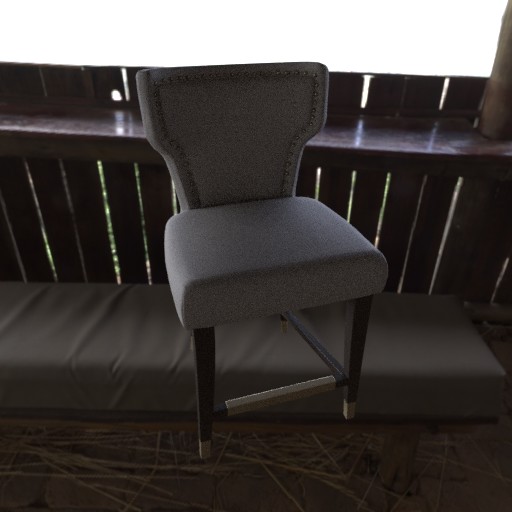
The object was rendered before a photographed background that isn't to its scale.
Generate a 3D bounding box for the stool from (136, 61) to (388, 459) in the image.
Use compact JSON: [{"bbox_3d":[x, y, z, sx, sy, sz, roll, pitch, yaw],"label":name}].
[{"bbox_3d":[0.000,0.000,1.282,0.527,0.982,0.563,-9,32,-15],"label":"stool"}]
